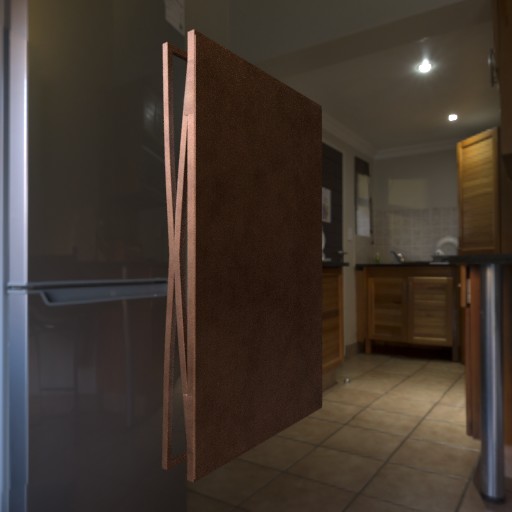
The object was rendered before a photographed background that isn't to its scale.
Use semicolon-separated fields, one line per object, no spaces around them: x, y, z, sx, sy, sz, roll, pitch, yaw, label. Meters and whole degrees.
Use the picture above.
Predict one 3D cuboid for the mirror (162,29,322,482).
0.000;0.000;0.962;0.082;0.768;0.468;0;-1;36;mirror
